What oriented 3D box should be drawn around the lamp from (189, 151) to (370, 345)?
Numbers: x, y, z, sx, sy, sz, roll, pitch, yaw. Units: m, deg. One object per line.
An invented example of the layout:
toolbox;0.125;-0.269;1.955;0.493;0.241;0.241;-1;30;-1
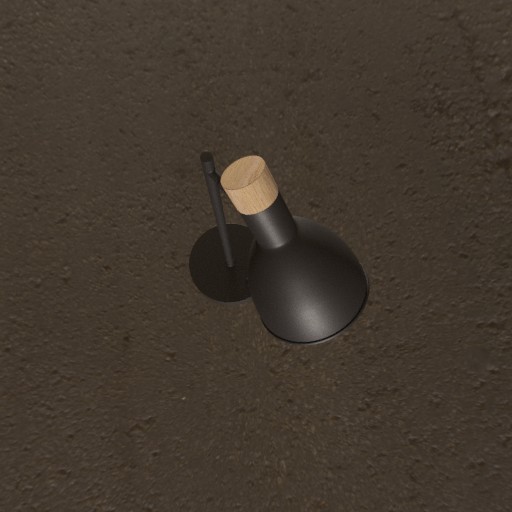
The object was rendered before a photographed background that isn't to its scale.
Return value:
lamp;0.000;0.000;0.590;0.152;0.483;0.287;-44;79;-11
